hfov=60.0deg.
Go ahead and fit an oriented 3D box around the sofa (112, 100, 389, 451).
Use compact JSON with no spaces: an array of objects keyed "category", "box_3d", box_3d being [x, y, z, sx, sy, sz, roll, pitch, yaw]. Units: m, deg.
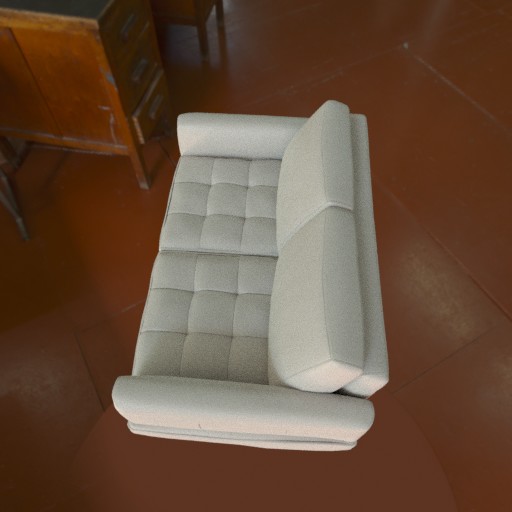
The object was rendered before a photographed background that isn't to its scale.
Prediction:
[{"category":"sofa","box_3d":[0.000,0.000,2.357,1.121,0.930,1.819,3,58,2]}]
